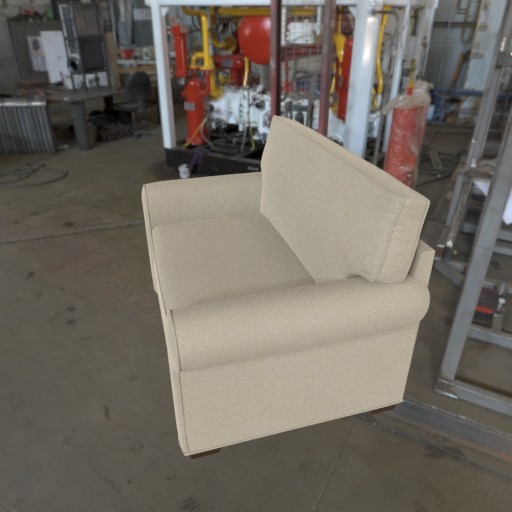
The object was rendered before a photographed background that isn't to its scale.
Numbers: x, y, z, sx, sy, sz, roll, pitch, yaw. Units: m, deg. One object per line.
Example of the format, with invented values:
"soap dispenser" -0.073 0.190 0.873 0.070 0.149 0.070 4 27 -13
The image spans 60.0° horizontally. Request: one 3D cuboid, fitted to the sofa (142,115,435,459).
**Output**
"sofa" 0.000 0.000 2.057 0.937 1.006 1.405 -8 30 -14
